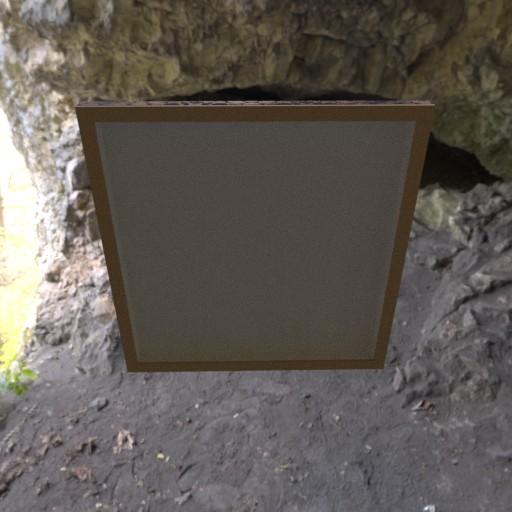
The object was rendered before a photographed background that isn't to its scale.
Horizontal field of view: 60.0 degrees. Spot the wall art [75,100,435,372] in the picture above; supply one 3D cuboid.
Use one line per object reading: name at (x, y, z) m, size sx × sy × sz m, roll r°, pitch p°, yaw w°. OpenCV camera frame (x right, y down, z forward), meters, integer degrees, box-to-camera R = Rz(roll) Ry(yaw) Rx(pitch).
wall art at (0.000, 0.000, 0.919) m, size 0.612 × 0.612 × 0.038 m, roll -1°, pitch 30°, yaw -1°
